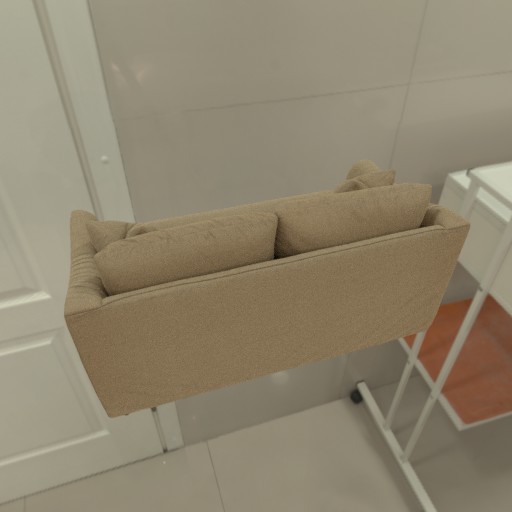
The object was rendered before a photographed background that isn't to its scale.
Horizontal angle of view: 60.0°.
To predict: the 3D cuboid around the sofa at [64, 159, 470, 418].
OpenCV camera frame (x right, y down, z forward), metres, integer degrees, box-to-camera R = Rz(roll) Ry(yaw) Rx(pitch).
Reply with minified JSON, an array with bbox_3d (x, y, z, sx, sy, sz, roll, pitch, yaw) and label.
[{"bbox_3d":[0.000,0.000,2.630,2.010,1.018,1.072,-12,42,-14],"label":"sofa"}]
